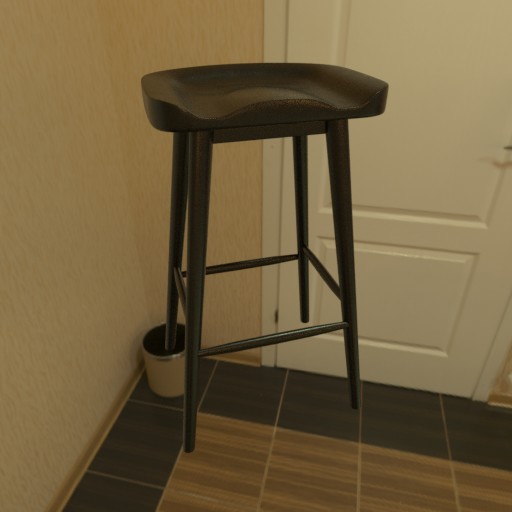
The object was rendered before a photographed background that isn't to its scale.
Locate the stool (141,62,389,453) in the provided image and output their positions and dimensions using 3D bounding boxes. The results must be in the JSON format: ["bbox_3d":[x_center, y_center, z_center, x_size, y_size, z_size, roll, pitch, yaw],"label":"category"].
[{"bbox_3d":[0.000,0.000,0.984,0.440,0.749,0.361,-9,33,-14],"label":"stool"}]
